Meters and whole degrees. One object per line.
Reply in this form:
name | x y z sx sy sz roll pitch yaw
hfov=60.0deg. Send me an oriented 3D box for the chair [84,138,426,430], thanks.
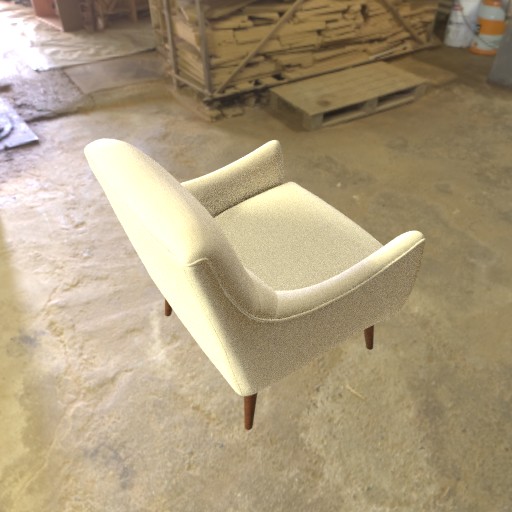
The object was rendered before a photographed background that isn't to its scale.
chair | 0.000 0.000 1.463 0.787 0.838 0.762 -25 47 -25
